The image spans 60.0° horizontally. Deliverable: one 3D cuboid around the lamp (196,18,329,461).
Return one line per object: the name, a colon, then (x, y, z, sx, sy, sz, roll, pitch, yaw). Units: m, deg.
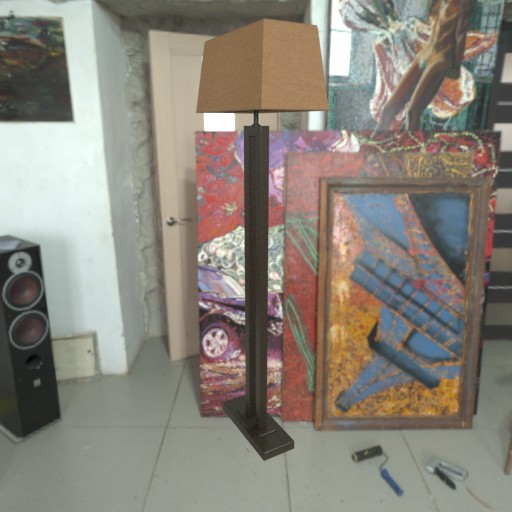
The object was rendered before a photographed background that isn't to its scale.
lamp: (0.000, 0.000, 1.607, 0.233, 1.469, 0.475, -9, 19, -28)
